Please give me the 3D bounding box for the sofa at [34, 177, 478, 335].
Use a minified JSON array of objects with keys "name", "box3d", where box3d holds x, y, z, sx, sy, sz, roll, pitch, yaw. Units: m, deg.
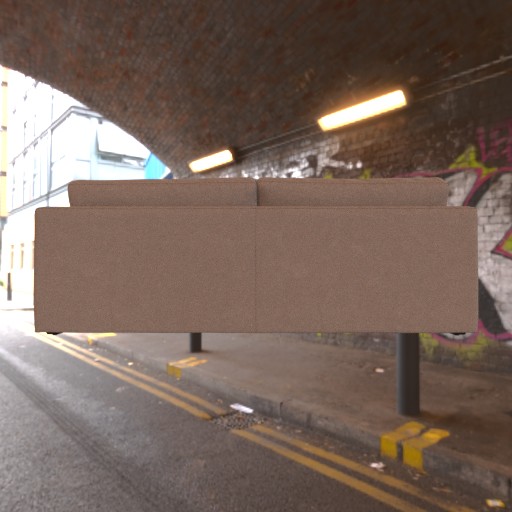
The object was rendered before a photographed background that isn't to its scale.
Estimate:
[{"name":"sofa","box3d":[0.000,0.000,2.753,2.588,0.838,1.090,0,-2,0]}]
